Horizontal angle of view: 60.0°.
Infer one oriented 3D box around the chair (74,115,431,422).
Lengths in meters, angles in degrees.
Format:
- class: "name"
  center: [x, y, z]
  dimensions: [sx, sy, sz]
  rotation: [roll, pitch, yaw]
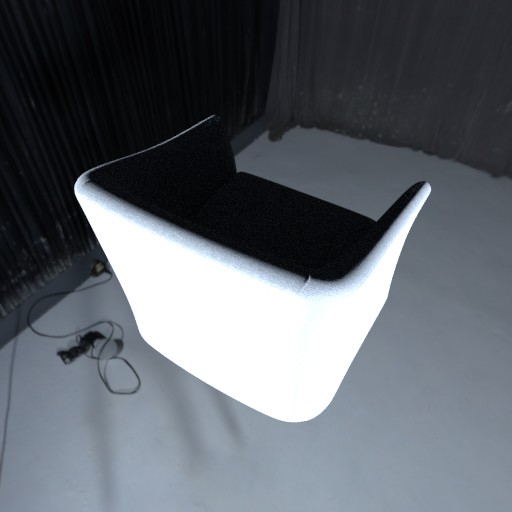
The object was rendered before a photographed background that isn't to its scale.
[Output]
- class: "chair"
  center: [0.000, 0.000, 1.383]
  dimensions: [0.790, 0.720, 0.700]
  rotation: [24, 50, 22]
